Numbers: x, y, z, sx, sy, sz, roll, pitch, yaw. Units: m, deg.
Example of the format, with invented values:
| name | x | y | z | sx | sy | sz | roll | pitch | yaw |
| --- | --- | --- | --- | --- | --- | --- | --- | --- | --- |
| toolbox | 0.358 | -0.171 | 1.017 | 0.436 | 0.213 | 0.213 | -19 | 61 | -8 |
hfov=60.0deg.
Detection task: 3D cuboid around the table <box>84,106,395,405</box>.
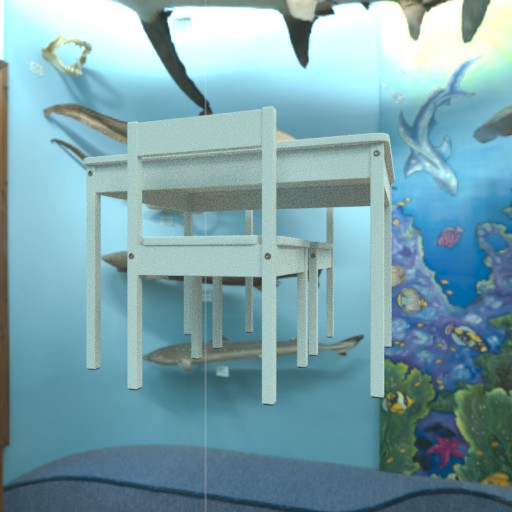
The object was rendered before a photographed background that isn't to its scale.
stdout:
| name | x | y | z | sx | sy | sz | roll | pitch | yaw |
| --- | --- | --- | --- | --- | --- | --- | --- | --- | --- |
| table | 0.000 | 0.000 | 1.104 | 0.650 | 0.503 | 0.672 | 0 | 0 | 19 |
